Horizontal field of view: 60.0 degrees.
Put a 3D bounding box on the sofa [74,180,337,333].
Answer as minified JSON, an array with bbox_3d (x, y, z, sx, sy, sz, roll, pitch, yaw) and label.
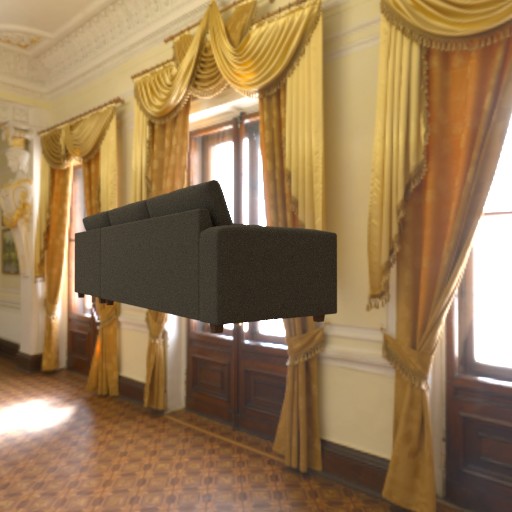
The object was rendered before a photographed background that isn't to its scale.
[{"bbox_3d":[0.000,0.000,4.713,2.895,0.965,3.277,0,-1,-36],"label":"sofa"}]
